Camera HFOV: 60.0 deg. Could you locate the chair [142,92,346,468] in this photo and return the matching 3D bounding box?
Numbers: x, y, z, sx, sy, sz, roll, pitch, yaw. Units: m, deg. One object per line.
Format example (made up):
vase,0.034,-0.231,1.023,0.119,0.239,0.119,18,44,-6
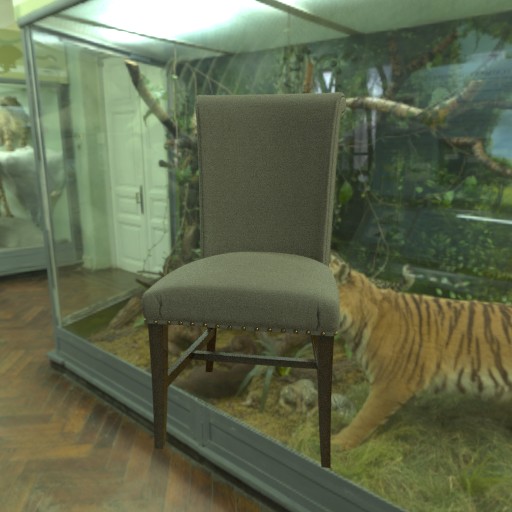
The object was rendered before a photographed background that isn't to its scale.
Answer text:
chair,0.000,0.000,1.348,0.513,0.988,0.608,2,14,9
